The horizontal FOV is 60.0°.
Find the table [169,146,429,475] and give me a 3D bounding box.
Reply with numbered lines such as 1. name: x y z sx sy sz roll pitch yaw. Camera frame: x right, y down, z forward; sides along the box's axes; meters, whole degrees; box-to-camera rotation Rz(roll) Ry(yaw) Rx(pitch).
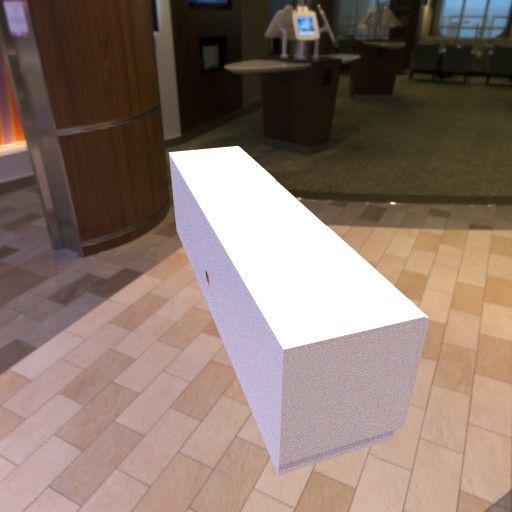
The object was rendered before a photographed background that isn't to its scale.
1. table: 0.000 0.000 1.753 0.400 0.440 1.550 -9 31 -16
